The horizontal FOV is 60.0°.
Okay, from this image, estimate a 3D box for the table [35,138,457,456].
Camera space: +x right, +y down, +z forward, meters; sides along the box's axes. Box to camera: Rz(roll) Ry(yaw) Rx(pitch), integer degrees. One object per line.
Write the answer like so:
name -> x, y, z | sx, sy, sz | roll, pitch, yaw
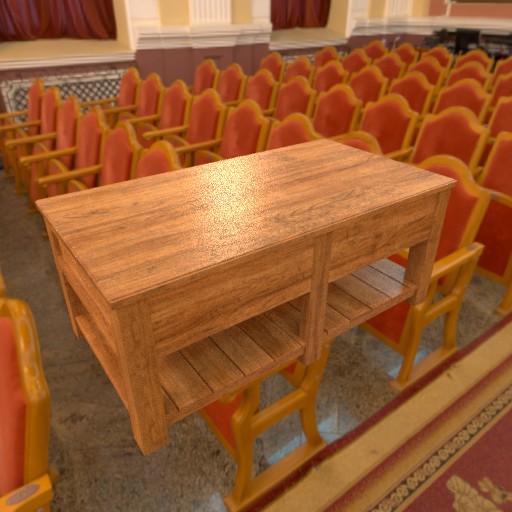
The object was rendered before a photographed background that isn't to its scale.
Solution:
table -> 0.000, 0.000, 1.485 | 1.150, 0.480, 0.635 | -20, 35, -30
